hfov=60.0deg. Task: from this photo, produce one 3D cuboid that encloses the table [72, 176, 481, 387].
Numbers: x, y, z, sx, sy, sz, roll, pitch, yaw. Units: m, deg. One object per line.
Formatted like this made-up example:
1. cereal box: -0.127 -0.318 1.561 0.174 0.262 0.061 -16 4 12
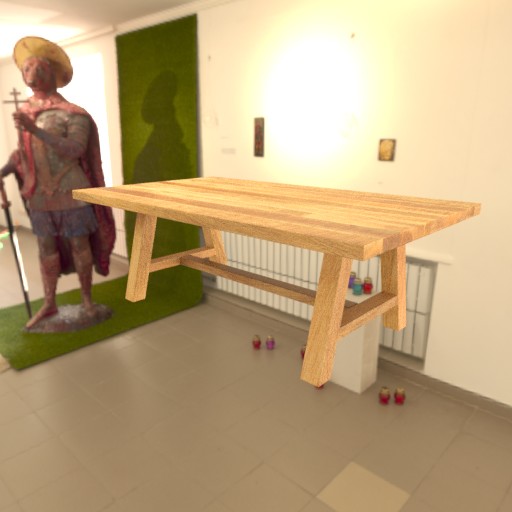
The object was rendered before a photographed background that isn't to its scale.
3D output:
1. table: 0.000 0.000 1.683 1.320 0.455 0.760 14 21 41
